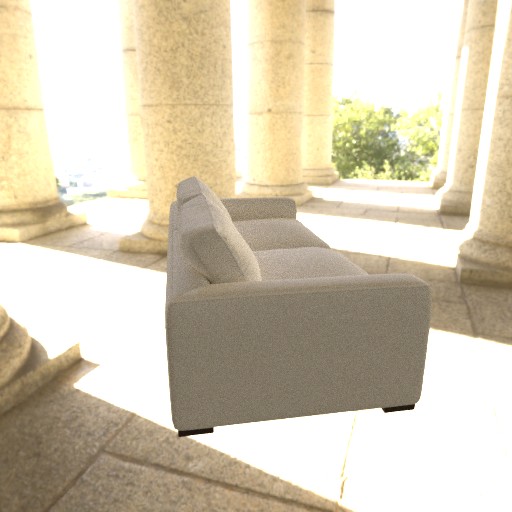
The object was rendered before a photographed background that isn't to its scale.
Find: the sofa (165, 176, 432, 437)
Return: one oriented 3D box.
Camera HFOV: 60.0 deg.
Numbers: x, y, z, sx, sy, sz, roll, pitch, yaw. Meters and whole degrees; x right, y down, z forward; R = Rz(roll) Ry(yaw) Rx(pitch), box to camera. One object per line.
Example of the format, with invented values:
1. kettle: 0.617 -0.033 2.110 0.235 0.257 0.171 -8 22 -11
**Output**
1. sofa: 0.000 0.000 2.741 1.070 0.801 2.262 -3 17 -10
